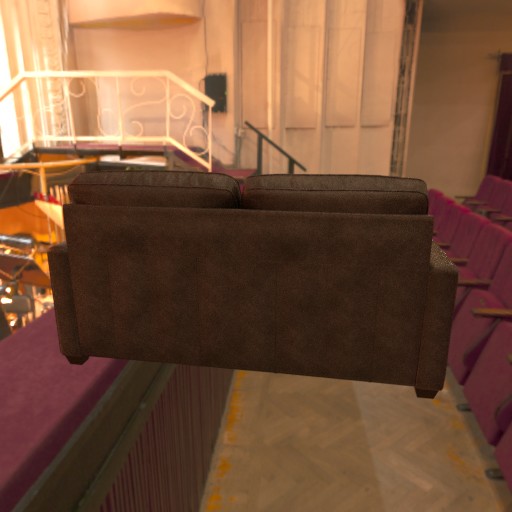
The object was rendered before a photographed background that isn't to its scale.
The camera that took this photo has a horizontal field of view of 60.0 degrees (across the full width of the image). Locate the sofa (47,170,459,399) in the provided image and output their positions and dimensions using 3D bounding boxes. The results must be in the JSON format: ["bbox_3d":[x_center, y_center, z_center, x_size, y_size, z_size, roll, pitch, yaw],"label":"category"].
[{"bbox_3d":[0.000,0.000,2.261,1.732,0.916,0.939,3,16,10],"label":"sofa"}]
